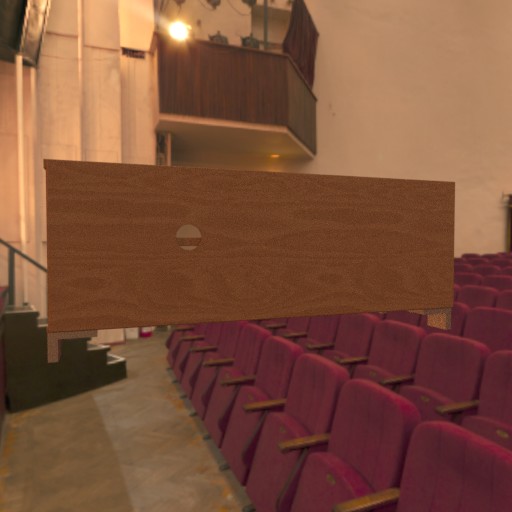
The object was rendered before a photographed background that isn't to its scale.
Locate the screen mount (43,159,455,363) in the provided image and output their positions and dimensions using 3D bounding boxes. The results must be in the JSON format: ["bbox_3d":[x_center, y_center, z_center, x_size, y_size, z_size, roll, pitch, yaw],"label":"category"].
[{"bbox_3d":[0.000,0.000,1.301,1.084,0.432,0.406,-1,2,-19],"label":"screen mount"}]
